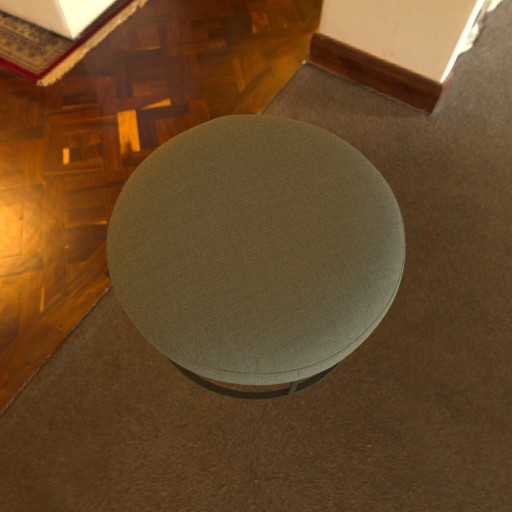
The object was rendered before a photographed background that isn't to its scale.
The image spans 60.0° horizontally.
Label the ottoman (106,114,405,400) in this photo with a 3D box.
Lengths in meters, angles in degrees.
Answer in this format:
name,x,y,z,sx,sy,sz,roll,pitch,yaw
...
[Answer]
name,x,y,z,sx,sy,sz,roll,pitch,yaw
ottoman,0.000,0.000,1.283,0.772,0.460,0.772,0,63,0
